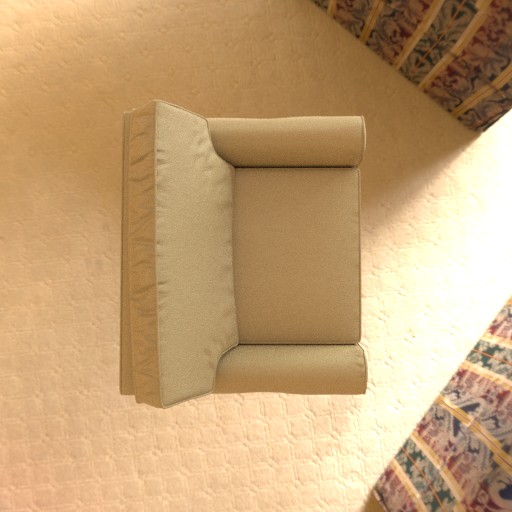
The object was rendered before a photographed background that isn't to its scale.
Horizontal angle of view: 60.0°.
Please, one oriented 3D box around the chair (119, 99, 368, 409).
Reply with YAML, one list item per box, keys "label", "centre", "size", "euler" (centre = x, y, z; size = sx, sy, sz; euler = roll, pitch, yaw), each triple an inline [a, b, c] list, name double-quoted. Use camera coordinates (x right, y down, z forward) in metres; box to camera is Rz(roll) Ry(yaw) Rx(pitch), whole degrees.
- label: "chair"
  centre: [0.000, 0.000, 1.805]
  size: [0.903, 0.937, 1.096]
  euler: [0, 88, 1]
